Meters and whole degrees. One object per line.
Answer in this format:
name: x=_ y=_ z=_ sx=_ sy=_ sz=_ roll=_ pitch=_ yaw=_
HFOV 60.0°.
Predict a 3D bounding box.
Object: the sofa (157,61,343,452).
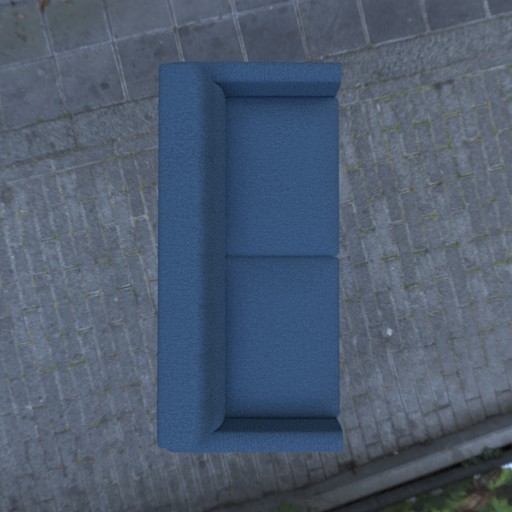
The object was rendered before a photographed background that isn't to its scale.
sofa: x=0.000 y=0.000 z=2.476 sx=0.942 sy=0.884 sz=2.055 roll=0 pitch=89 yaw=0
